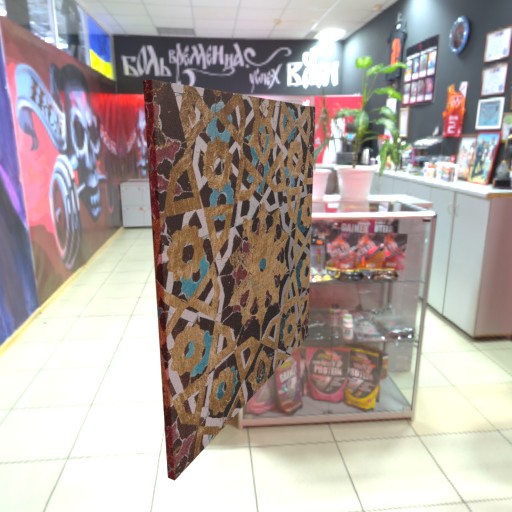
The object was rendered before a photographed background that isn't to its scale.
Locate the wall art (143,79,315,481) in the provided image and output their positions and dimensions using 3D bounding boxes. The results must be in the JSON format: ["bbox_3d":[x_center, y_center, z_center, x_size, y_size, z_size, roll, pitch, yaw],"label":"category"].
[{"bbox_3d":[0.000,0.000,0.602,0.010,0.406,0.404,8,17,26],"label":"wall art"}]
